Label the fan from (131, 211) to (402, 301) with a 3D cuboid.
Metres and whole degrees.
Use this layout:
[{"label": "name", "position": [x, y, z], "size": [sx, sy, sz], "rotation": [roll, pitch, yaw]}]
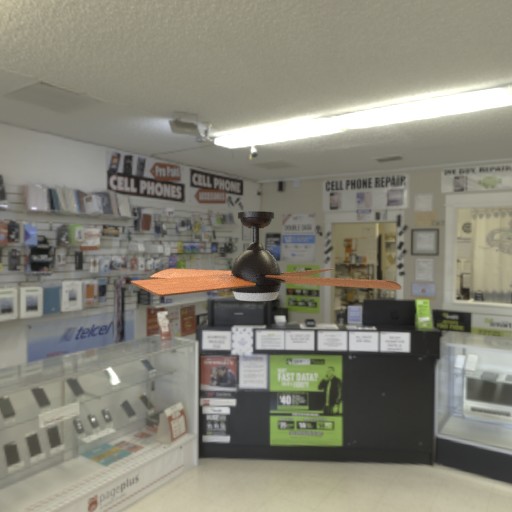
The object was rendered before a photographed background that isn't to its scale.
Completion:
[{"label": "fan", "position": [0.000, 0.000, 2.071], "size": [1.332, 0.403, 1.332], "rotation": [1, 1, 36]}]
